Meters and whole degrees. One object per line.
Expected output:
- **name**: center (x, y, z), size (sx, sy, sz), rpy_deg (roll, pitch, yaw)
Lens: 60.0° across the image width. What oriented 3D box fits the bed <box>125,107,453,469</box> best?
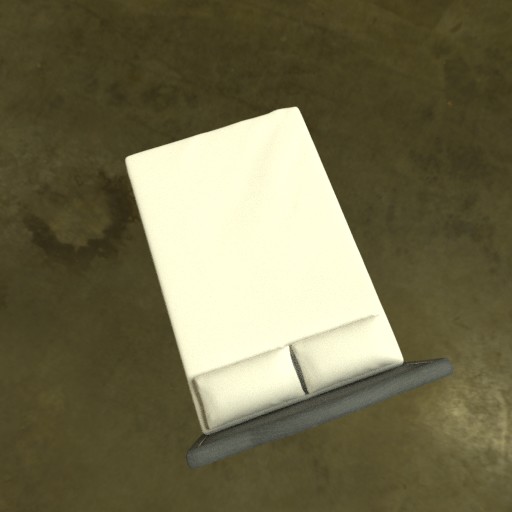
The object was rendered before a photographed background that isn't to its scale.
- **bed**: center (0.000, 0.000, 3.523), size (1.747, 1.441, 2.507), rpy_deg (-18, 75, -5)
